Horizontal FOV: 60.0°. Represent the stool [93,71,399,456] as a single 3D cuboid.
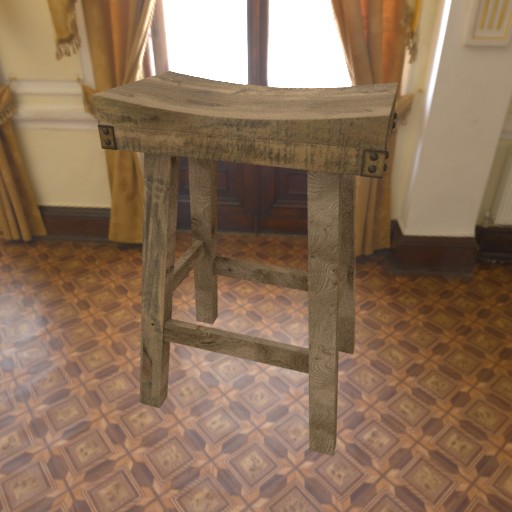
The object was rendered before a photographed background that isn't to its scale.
[{"bbox_3d":[0.000,0.000,0.882,0.450,0.635,0.330,9,32,15],"label":"stool"}]
